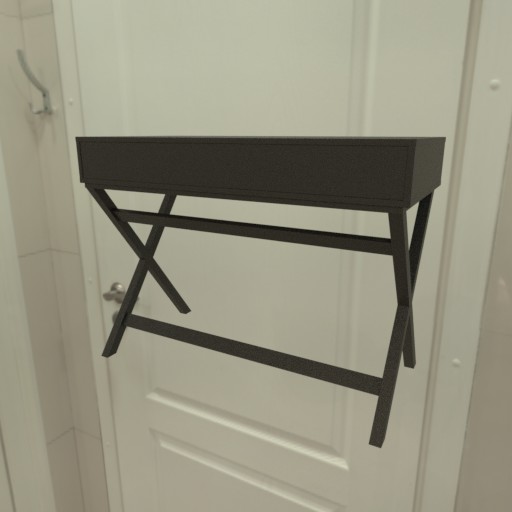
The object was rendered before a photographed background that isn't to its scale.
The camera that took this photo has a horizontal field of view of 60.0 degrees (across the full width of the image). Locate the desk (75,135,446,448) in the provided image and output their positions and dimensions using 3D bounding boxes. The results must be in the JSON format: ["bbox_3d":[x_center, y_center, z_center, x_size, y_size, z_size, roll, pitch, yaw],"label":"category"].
[{"bbox_3d":[0.000,0.000,1.502,1.057,0.780,0.504,8,18,28],"label":"desk"}]
